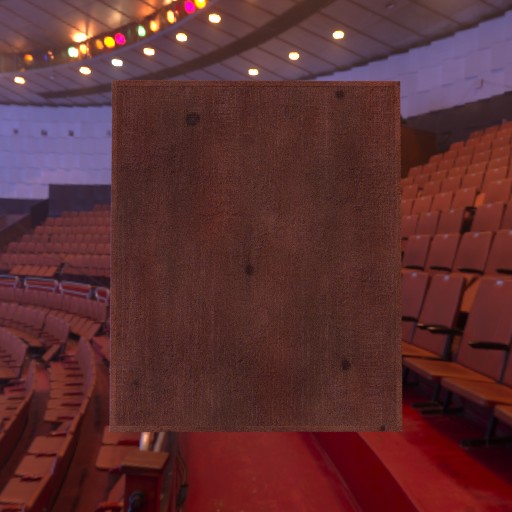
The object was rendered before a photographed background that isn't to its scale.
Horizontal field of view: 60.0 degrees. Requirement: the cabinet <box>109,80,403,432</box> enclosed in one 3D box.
[{"bbox_3d":[0.000,0.000,0.836,0.489,0.590,0.184,0,-1,0],"label":"cabinet"}]
